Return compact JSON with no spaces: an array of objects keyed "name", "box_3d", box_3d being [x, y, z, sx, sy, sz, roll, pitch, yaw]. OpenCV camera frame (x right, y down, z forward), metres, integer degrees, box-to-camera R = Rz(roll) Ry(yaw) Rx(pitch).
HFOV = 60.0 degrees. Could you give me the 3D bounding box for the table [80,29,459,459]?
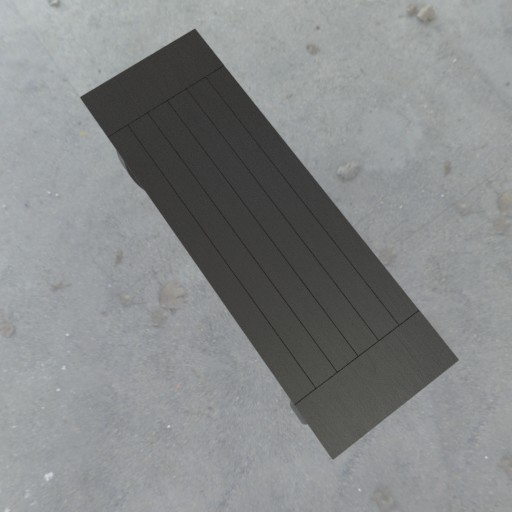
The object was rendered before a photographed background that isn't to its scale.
[{"name":"table","box_3d":[0.000,0.000,1.438,0.373,0.768,1.062,-35,79,-8]}]
